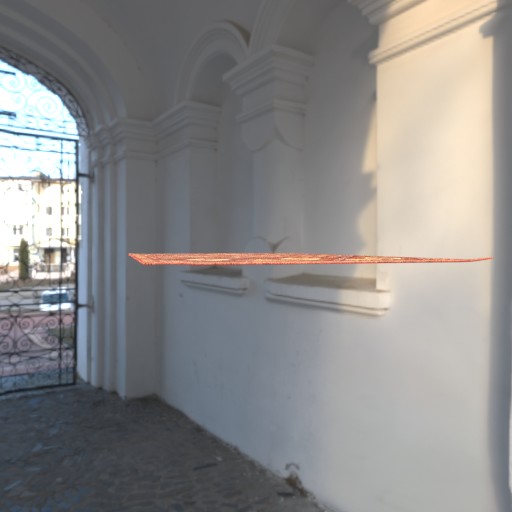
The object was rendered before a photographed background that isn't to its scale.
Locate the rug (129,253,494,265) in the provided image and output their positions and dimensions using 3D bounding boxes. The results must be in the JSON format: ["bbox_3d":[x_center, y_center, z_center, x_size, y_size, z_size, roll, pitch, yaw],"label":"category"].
[{"bbox_3d":[0.000,0.000,2.839,1.521,0.026,2.286,0,1,-17],"label":"rug"}]
